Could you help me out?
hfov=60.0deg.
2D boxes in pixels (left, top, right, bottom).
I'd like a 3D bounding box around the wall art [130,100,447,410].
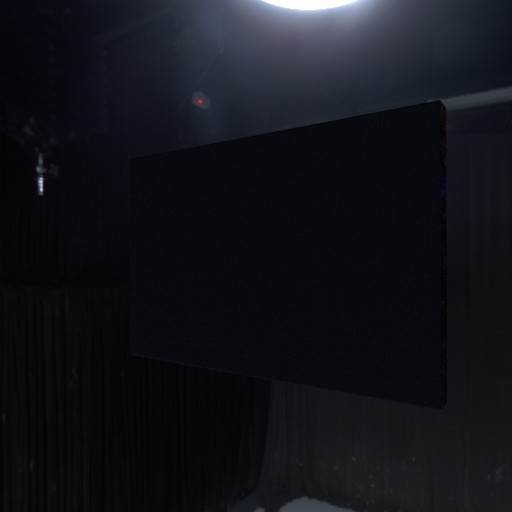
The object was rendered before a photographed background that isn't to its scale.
[{"bbox_3d":[0.000,0.000,0.767,0.610,0.406,0.037,0,-1,34],"label":"wall art"}]
